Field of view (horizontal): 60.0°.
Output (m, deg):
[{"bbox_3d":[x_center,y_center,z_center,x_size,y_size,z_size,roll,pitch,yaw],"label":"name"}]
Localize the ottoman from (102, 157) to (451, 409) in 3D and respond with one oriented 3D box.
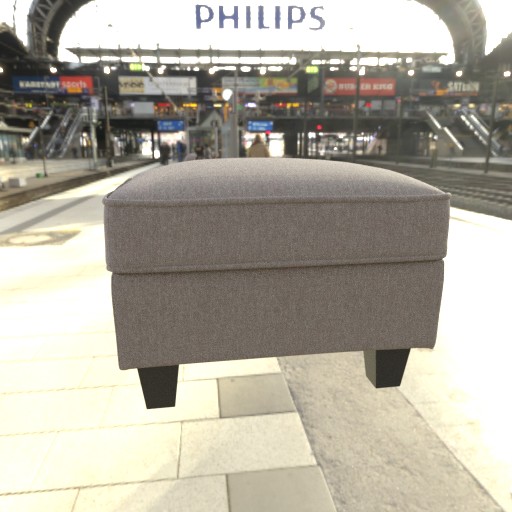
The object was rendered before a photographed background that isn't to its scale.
[{"bbox_3d":[0.000,0.000,1.416,0.871,0.612,0.808,-2,14,-9],"label":"ottoman"}]
